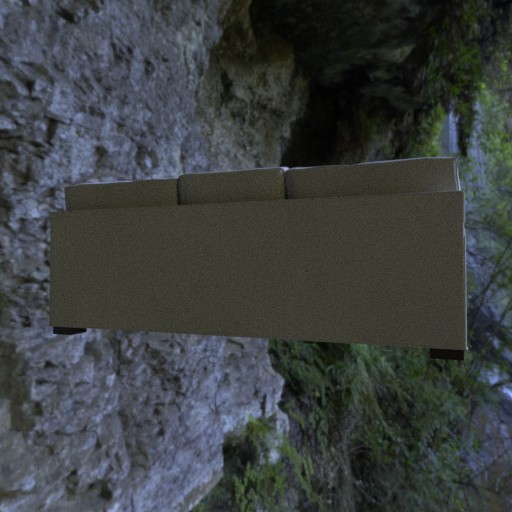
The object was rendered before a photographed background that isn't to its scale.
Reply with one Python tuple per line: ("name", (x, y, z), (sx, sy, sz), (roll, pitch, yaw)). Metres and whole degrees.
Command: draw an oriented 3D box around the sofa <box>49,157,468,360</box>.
("sofa", (0.000, 0.000, 2.523), (2.088, 0.862, 0.935), (0, -1, 20))
